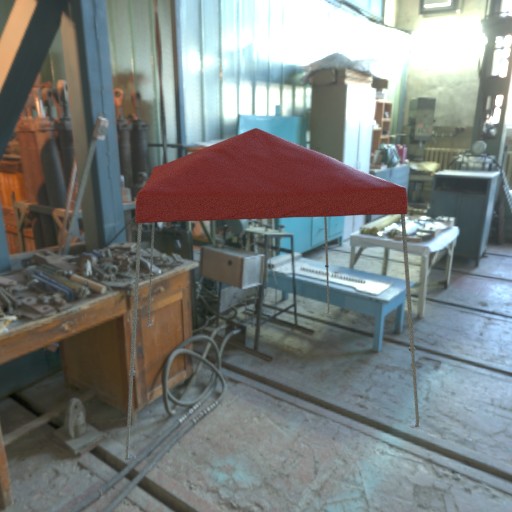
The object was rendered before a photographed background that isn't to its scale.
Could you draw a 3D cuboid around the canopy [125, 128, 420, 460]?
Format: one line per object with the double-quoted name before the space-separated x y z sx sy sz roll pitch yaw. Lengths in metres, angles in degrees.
"canopy" 0.000 0.000 6.489 3.599 3.600 3.600 -3 17 -9
